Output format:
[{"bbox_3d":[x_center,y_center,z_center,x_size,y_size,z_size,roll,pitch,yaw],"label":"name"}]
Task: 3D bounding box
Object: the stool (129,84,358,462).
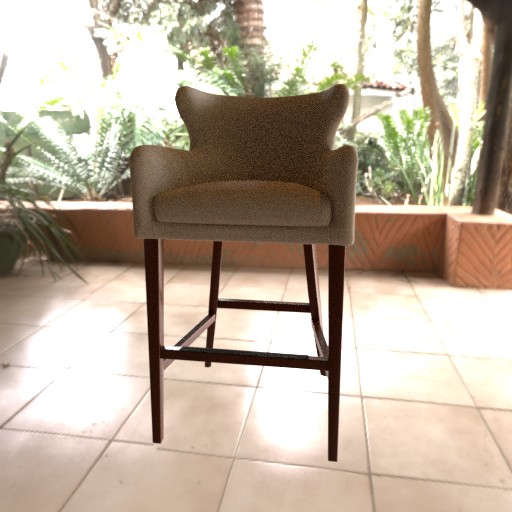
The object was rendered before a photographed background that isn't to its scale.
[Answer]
[{"bbox_3d":[0.000,0.000,1.384,0.556,1.034,0.563,2,15,8],"label":"stool"}]
